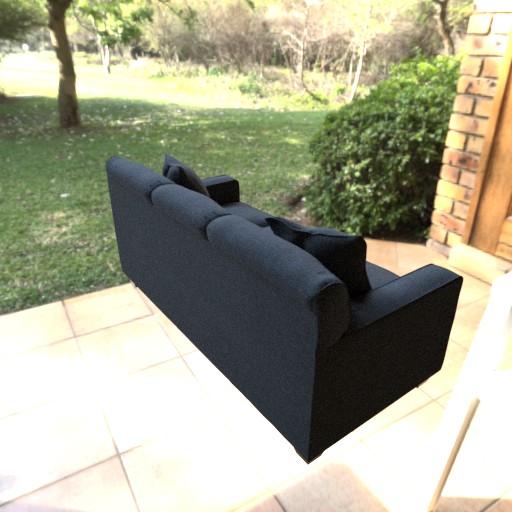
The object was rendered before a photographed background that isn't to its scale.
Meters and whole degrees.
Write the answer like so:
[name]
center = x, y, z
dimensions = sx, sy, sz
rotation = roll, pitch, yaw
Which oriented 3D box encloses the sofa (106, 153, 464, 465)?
[sofa]
center = 0.000, 0.000, 2.593
dimensions = 0.997, 0.958, 2.024
rotation = -19, 32, -32
